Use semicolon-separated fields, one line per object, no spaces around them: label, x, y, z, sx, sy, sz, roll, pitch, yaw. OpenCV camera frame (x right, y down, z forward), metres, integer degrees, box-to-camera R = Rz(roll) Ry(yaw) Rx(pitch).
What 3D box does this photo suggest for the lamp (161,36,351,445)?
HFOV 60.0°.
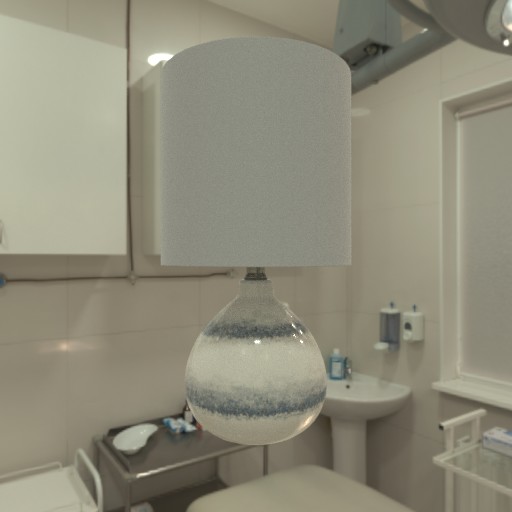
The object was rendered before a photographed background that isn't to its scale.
lamp;0.000;0.000;0.515;0.216;0.404;0.216;0;0;-35
